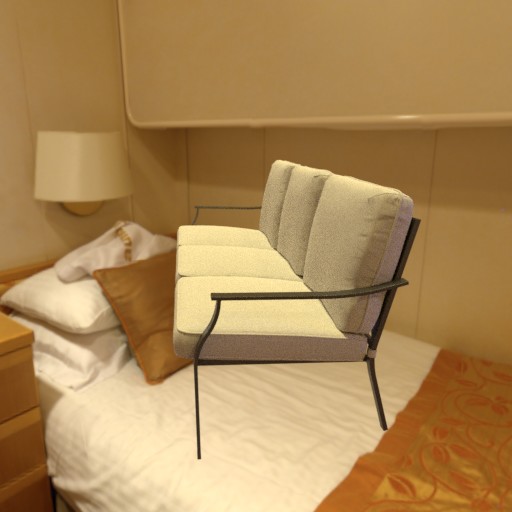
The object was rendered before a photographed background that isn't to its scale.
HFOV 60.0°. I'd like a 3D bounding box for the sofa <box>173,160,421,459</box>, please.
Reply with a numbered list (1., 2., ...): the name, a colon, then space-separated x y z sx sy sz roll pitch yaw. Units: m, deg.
1. sofa: 0.000 0.000 2.192 0.787 0.860 1.740 -2 16 -9
